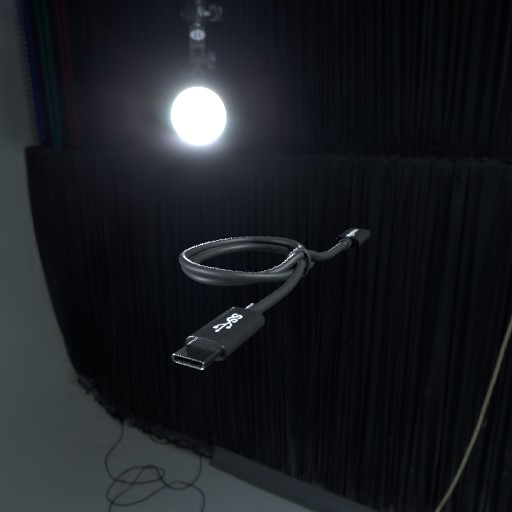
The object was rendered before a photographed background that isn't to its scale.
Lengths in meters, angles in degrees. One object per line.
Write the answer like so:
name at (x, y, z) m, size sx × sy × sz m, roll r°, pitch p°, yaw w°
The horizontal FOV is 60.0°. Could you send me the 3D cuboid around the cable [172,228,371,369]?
cable at (0.000, 0.000, 0.213) m, size 0.070 × 0.014 × 0.186 m, roll 8°, pitch 18°, yaw 26°
